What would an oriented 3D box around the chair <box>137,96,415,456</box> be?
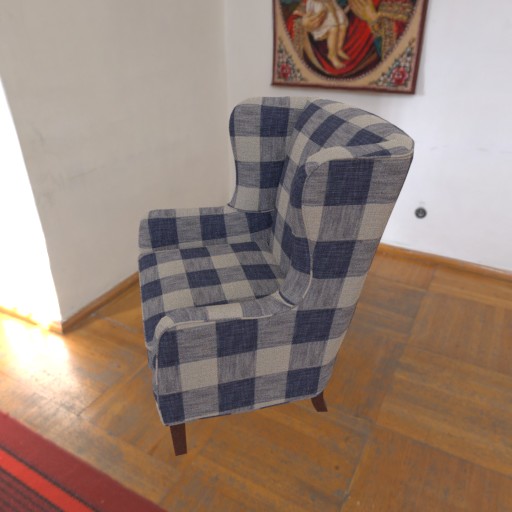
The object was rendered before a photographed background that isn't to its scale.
[{"bbox_3d":[0.000,0.000,1.692,0.889,1.041,0.830,-8,31,-14],"label":"chair"}]
